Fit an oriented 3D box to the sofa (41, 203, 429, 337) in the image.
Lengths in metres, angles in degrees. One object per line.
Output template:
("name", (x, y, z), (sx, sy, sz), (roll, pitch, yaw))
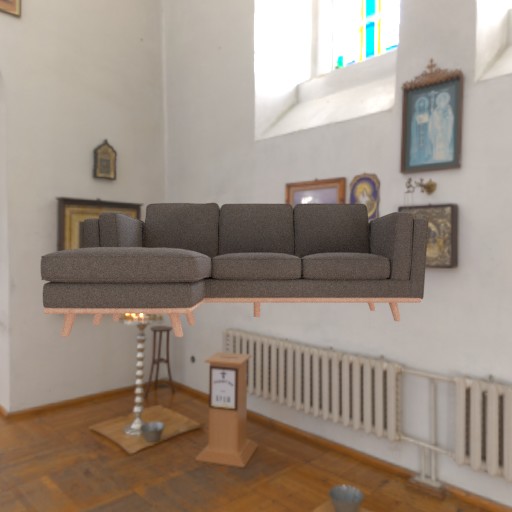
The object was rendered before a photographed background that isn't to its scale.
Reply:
("sofa", (0.000, 0.000, 3.162), (2.411, 0.929, 1.604), (0, -1, 0))
